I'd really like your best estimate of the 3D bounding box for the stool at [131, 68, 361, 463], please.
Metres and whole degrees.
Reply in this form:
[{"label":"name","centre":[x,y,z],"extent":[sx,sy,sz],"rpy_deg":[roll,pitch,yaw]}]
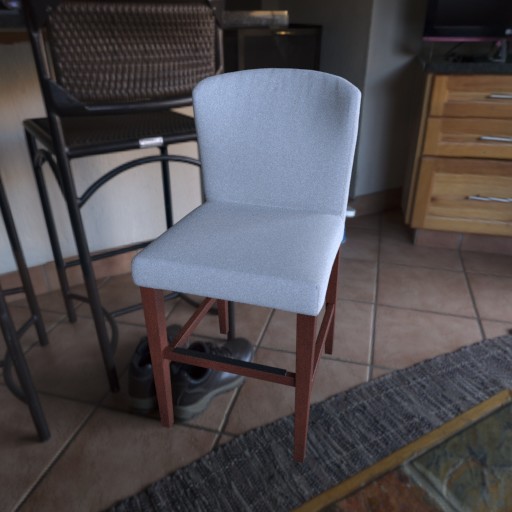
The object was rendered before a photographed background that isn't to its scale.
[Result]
[{"label":"stool","centre":[0.000,0.000,1.280],"extent":[0.479,0.968,0.568],"rpy_deg":[8,28,16]}]
